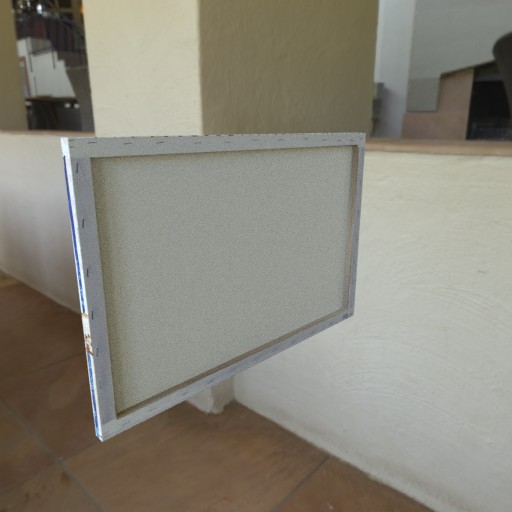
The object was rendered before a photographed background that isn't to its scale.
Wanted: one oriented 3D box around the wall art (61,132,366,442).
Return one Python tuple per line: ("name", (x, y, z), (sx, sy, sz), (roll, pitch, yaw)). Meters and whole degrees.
("wall art", (0.000, 0.000, 1.431), (1.143, 0.757, 0.038), (-15, 22, -42))
